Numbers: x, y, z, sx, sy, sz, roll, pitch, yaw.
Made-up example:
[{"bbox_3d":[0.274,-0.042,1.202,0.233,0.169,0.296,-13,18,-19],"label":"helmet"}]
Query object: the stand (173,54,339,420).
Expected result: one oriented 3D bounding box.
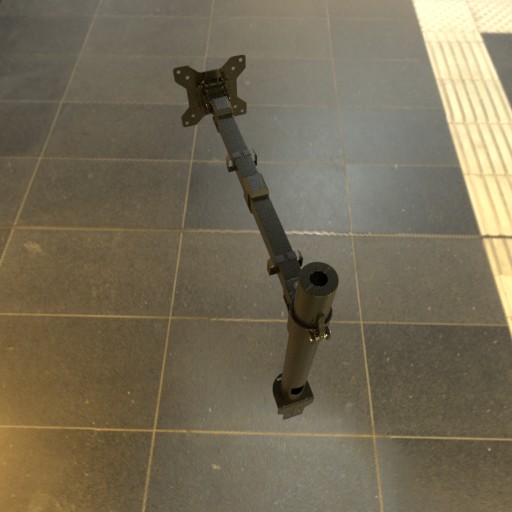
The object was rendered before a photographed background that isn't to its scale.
[{"bbox_3d":[0.000,0.000,0.742,0.115,0.510,0.456,-16,59,-9],"label":"stand"}]
